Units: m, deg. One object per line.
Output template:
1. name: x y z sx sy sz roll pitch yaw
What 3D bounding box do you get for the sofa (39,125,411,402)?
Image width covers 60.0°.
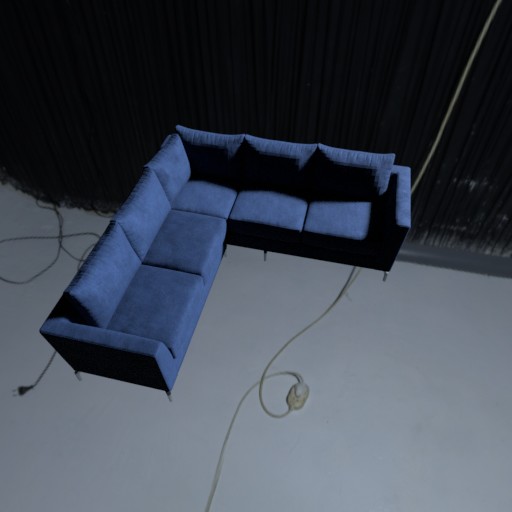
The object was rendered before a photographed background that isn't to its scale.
1. sofa: 0.000 0.000 3.805 2.463 0.988 2.472 10 48 9
